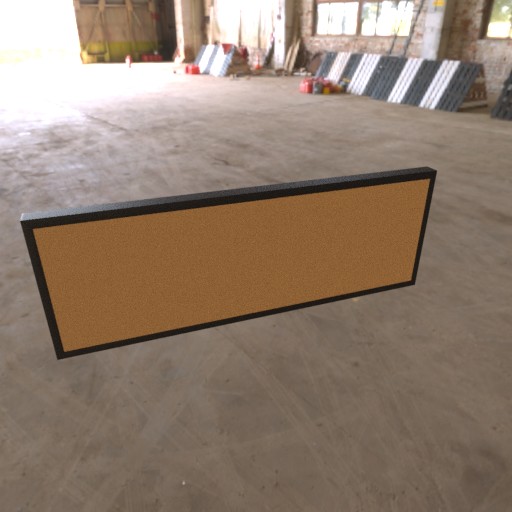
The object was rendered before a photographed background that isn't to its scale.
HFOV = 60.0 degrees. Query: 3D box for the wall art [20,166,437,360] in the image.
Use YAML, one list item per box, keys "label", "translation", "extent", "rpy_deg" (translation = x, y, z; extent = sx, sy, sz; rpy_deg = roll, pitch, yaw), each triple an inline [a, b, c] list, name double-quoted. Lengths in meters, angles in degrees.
- label: "wall art"
  translation: [0.000, 0.000, 0.962]
  extent: [0.860, 0.303, 0.037]
  rpy_deg: [-9, 29, -17]
